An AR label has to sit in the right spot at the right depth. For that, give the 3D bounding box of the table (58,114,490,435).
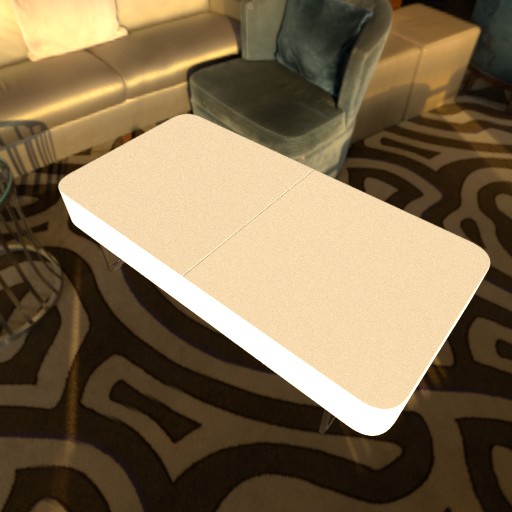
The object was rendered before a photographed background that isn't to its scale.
[{"bbox_3d":[0.000,0.000,1.425,1.200,0.340,0.600,31,54,26],"label":"table"}]
